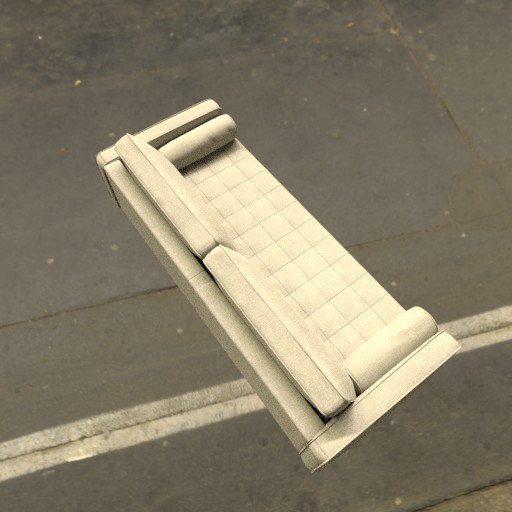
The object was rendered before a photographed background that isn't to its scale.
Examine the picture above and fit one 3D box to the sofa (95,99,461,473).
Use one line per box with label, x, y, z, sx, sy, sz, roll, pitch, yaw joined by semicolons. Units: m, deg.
sofa;0.000;0.000;2.611;0.914;0.762;2.211;-33;65;-17
